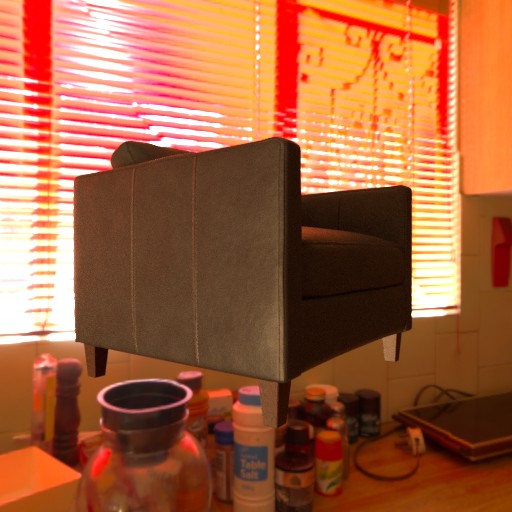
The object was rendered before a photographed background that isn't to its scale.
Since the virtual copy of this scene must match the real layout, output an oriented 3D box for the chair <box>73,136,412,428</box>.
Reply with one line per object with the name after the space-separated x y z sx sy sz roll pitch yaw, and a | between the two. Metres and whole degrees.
0.000 0.000 1.598 0.862 0.811 0.939 0 0 37 | chair
